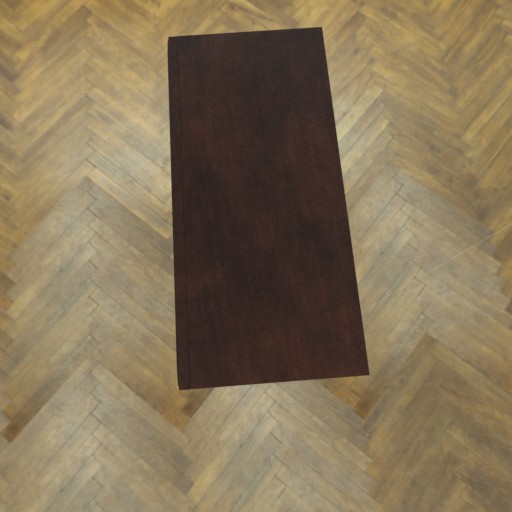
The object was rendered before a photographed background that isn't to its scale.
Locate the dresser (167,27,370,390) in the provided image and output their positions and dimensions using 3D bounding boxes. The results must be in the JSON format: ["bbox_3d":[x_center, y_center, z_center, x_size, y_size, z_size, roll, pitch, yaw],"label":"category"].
[{"bbox_3d":[0.000,0.000,2.000,0.506,1.514,1.072,-4,75,-1],"label":"dresser"}]
